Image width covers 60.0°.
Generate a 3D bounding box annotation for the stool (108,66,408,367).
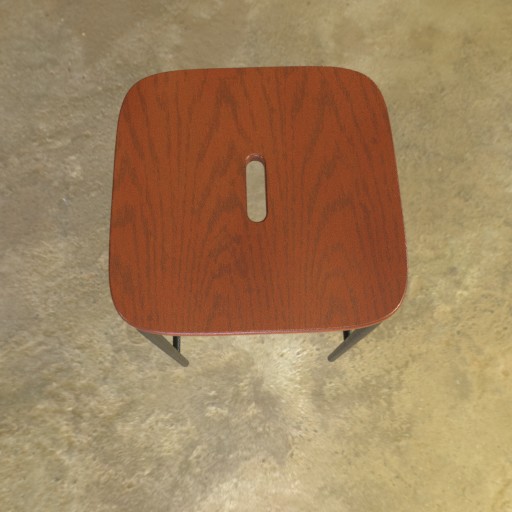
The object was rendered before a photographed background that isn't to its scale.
[{"bbox_3d":[0.000,0.000,0.843,0.376,0.610,0.376,-2,74,-1],"label":"stool"}]
